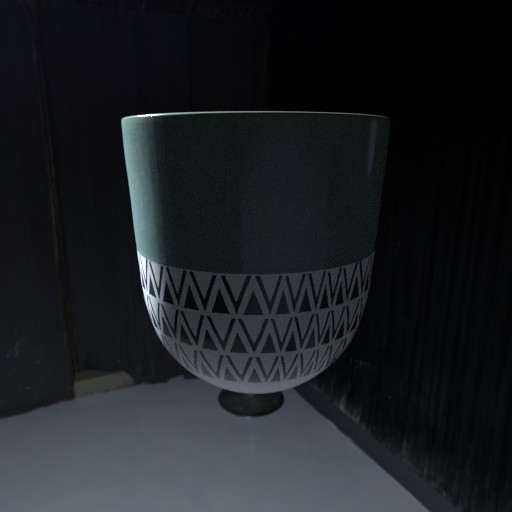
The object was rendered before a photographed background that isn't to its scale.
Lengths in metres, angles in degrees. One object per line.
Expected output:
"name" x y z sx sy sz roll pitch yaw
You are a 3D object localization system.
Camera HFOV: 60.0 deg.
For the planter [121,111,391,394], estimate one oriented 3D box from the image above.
"planter" 0.000 0.000 0.366 0.198 0.214 0.198 0 14 0
